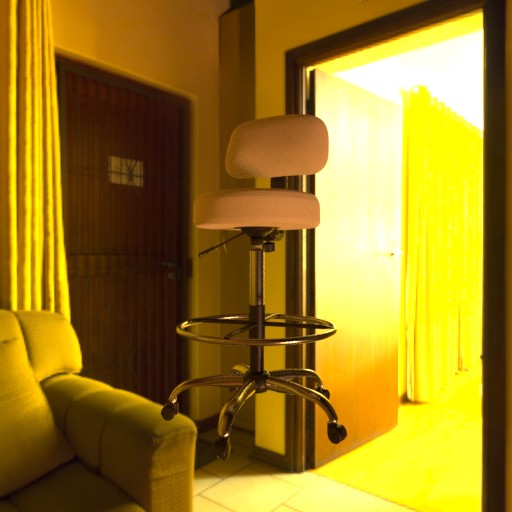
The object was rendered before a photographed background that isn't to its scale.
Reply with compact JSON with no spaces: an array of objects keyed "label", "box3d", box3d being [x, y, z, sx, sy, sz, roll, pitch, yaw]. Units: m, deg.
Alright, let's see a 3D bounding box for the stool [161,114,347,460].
[{"label":"stool","box3d":[0.000,0.000,1.448,0.609,1.080,0.616,0,0,19]}]
